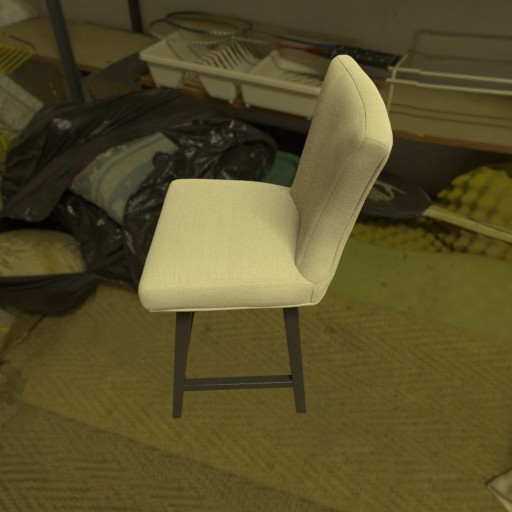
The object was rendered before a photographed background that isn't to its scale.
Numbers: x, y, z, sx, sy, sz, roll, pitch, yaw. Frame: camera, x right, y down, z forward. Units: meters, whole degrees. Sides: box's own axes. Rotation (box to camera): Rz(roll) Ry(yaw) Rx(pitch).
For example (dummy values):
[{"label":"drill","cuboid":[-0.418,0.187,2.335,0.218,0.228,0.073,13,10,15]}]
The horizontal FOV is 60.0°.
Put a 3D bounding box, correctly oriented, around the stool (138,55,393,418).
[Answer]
[{"label":"stool","cuboid":[0.000,0.000,1.316,0.574,1.000,0.514,1,41,1]}]
